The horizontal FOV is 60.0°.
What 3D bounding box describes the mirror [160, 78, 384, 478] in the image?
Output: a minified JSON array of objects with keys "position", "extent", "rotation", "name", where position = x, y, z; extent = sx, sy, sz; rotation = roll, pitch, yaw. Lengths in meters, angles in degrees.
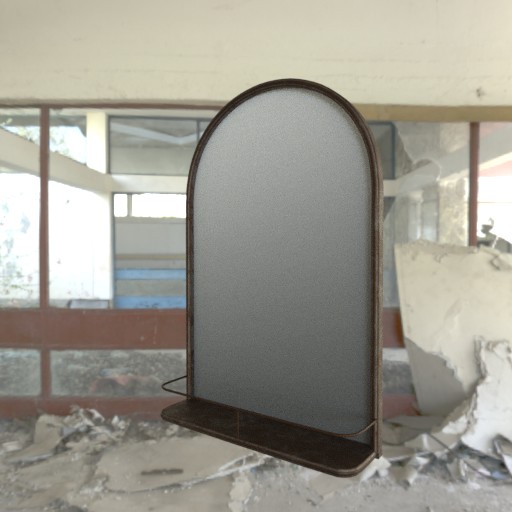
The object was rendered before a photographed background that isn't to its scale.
[{"position":[0.000,0.000,0.948],"extent":[0.510,0.770,0.137],"rotation":[1,1,36],"name":"mirror"}]
